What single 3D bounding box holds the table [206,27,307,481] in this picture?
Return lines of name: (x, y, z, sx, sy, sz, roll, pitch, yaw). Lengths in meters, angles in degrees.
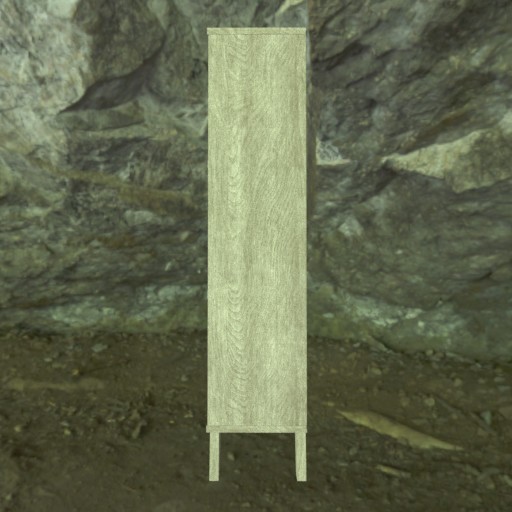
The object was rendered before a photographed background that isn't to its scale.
table: (0.000, 0.000, 1.559, 0.256, 1.135, 0.902, 0, -1, 0)
